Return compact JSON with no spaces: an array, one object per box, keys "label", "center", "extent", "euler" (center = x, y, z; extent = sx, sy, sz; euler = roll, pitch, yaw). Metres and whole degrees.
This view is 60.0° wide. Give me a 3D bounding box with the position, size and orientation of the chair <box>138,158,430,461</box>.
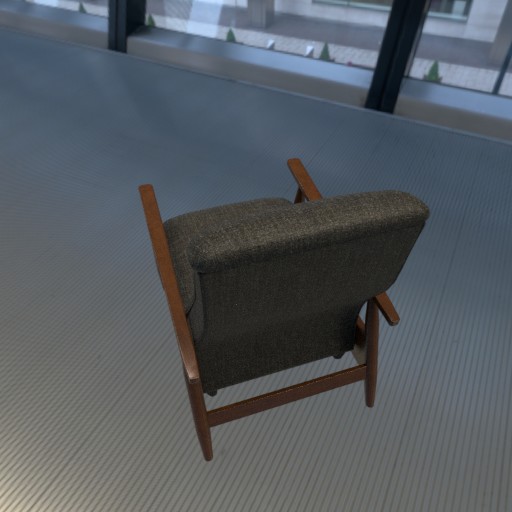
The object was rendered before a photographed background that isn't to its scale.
[{"label":"chair","center":[0.000,0.000,1.752],"extent":[0.762,1.082,1.014],"euler":[-13,45,-13]}]
